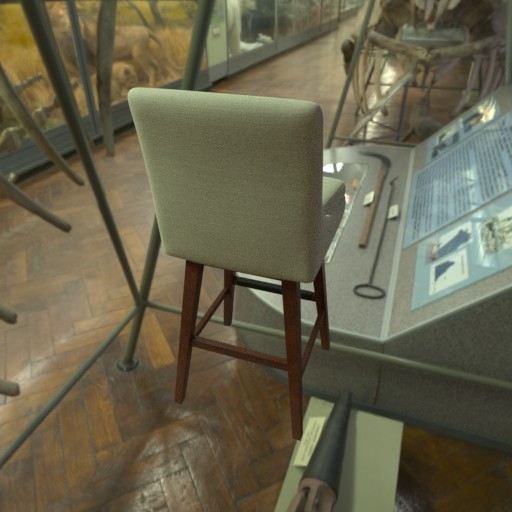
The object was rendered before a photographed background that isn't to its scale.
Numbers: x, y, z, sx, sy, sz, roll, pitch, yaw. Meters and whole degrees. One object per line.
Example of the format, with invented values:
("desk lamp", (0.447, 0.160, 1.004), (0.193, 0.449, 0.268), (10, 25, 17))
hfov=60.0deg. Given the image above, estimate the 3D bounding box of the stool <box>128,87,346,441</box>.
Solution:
("stool", (0.000, 0.000, 1.417), (0.470, 1.097, 0.559), (11, 33, 17))
